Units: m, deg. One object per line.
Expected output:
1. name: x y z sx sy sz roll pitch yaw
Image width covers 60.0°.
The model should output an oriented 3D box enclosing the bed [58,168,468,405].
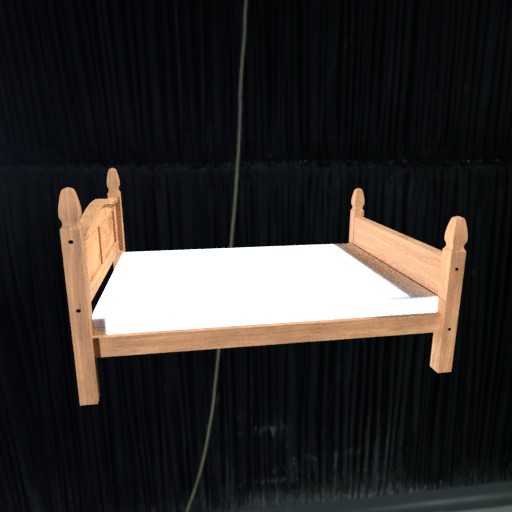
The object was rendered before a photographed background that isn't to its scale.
1. bed: 0.000 0.000 2.990 2.069 1.100 1.490 -2 15 -9
